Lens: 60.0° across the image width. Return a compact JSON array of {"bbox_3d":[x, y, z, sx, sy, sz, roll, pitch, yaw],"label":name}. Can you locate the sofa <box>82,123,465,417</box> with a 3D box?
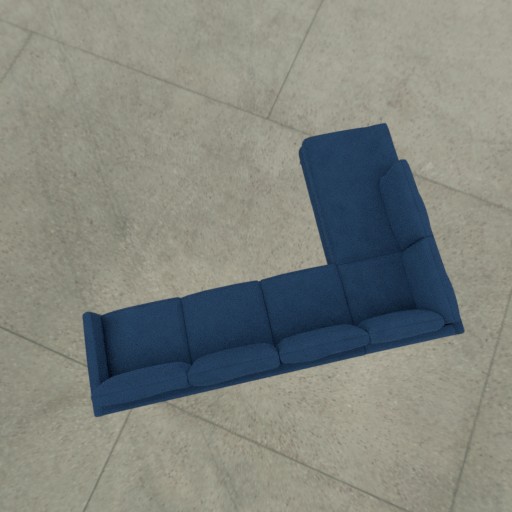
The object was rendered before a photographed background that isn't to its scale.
[{"bbox_3d":[0.000,0.000,3.790,2.949,0.815,2.007,-12,75,-3],"label":"sofa"}]
